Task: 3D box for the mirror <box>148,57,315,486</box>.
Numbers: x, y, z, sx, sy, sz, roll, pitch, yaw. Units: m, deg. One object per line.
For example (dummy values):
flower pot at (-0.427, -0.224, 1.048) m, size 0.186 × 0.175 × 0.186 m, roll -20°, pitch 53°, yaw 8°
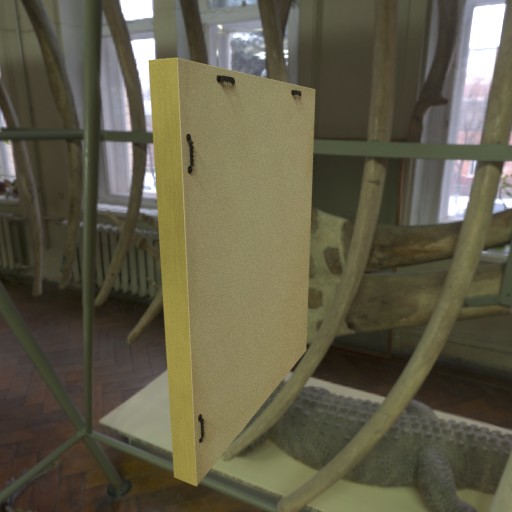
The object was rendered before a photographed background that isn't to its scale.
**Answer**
mirror at (0.000, 0.000, 0.679) m, size 0.041 × 0.508 × 0.405 m, roll 8°, pitch 18°, yaw 25°
